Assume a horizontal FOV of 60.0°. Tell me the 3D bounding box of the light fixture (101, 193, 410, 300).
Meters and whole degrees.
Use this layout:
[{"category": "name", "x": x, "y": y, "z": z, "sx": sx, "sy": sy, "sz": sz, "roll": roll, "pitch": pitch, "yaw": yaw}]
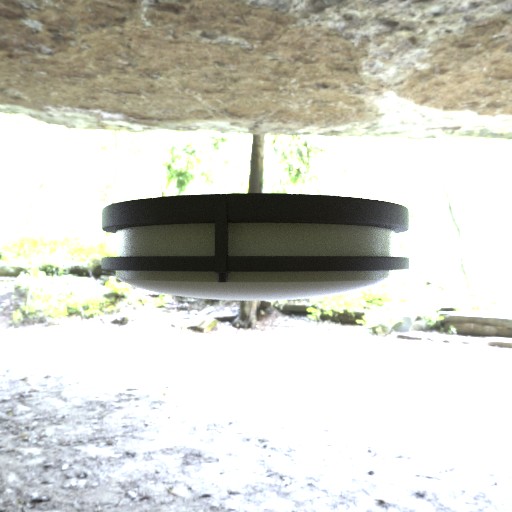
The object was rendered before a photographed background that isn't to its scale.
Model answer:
[{"category": "light fixture", "x": 0.000, "y": 0.000, "z": 0.540, "sx": 0.356, "sy": 0.102, "sz": 0.356, "roll": 0, "pitch": 0, "yaw": 0}]
